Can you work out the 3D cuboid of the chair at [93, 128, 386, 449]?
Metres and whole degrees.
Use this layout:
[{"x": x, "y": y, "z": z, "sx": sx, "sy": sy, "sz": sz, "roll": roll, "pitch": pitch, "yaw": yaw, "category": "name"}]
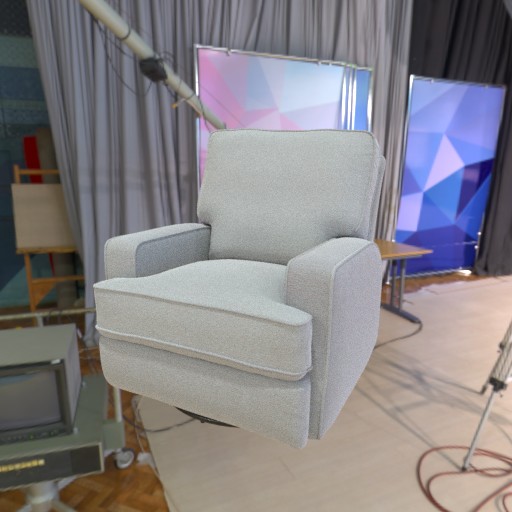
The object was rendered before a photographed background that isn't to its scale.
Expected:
[{"x": 0.000, "y": 0.000, "z": 1.693, "sx": 0.861, "sy": 0.964, "sz": 0.969, "roll": 7, "pitch": 15, "yaw": 26, "category": "chair"}]
